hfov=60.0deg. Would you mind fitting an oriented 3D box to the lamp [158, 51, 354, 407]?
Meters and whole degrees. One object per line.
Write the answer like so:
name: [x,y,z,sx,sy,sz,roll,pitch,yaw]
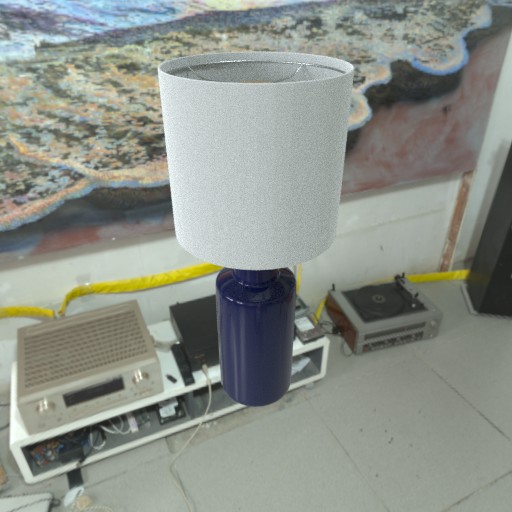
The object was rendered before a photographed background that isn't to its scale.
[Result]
lamp: [0.000,0.000,0.615,0.212,0.493,0.212,20,37,29]
